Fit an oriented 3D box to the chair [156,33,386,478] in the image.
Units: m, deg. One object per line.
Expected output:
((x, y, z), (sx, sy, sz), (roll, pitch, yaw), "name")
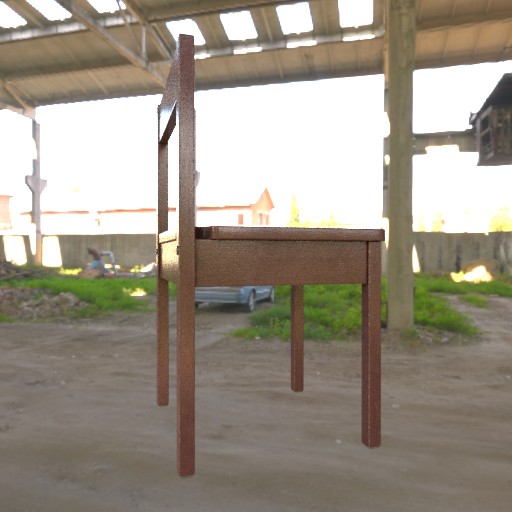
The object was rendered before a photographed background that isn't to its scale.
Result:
((0.000, 0.000, 0.885), (0.361, 0.668, 0.367), (0, 0, -18), "chair")
